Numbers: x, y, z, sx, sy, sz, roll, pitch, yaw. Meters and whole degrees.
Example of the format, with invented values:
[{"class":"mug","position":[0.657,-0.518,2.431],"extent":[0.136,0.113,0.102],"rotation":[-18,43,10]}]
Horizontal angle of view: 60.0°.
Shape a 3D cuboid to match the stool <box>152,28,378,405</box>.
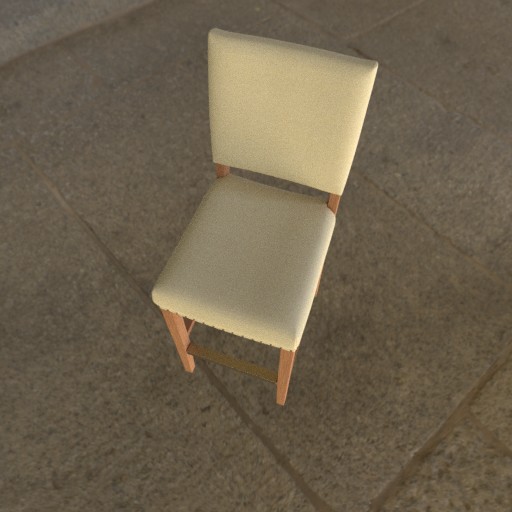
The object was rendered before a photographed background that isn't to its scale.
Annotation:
[{"class":"stool","position":[0.000,0.000,1.453],"extent":[0.445,1.168,0.584],"rotation":[17,59,10]}]
